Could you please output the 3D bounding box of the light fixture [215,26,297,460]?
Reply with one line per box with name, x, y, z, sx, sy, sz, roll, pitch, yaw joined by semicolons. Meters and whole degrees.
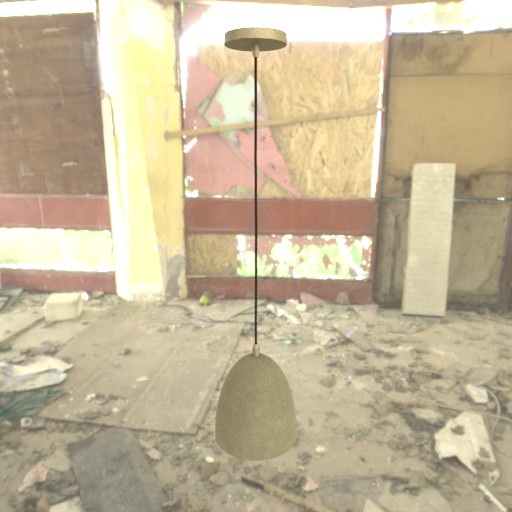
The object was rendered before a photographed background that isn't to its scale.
light fixture;0.000;0.000;0.831;0.170;0.759;0.170;7;16;26
